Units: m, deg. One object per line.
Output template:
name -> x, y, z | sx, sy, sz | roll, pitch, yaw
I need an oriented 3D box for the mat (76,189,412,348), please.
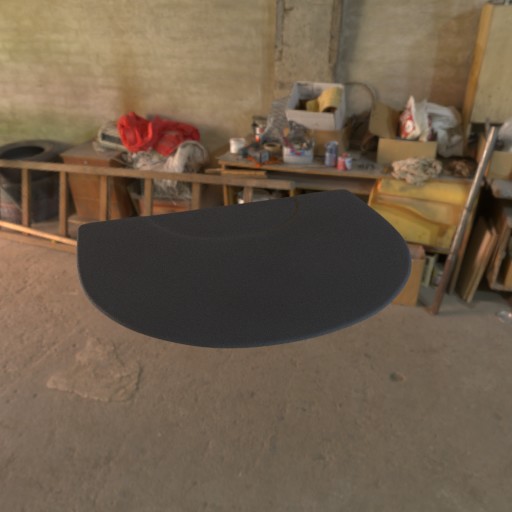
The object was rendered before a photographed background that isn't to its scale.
mat -> 0.000, 0.000, 1.584 | 1.220, 0.016, 0.917 | -10, 32, -16
